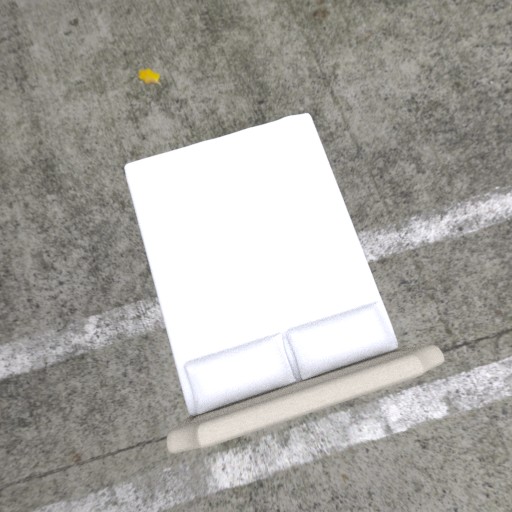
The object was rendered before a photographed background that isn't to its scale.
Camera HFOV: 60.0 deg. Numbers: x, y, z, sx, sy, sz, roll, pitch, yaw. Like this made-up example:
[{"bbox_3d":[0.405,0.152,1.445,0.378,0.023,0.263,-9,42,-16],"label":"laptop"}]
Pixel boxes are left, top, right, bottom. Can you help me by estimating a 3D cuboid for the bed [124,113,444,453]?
[{"bbox_3d":[0.000,0.000,3.207,1.693,1.290,2.116,-17,77,-4],"label":"bed"}]
